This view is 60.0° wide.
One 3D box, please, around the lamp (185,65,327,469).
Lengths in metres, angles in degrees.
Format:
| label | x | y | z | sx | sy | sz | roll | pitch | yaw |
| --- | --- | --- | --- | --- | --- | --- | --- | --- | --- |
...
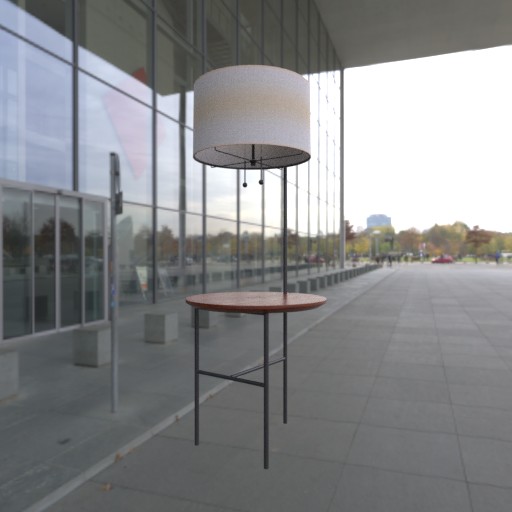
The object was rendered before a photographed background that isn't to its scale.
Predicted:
| label | x | y | z | sx | sy | sz | roll | pitch | yaw |
| --- | --- | --- | --- | --- | --- | --- | --- | --- | --- |
| lamp | 0.000 | 0.000 | 1.822 | 0.573 | 1.517 | 0.573 | 0 | 0 | 0 |
